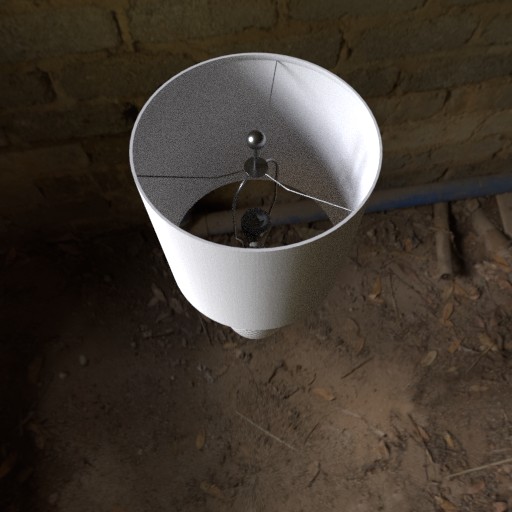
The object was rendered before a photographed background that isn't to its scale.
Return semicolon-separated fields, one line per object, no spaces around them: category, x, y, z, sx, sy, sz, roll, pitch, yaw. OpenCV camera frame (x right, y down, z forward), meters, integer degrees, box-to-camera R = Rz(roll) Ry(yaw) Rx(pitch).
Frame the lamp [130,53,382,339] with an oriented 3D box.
lamp;0.000;0.000;0.581;0.214;0.466;0.214;38;70;17
